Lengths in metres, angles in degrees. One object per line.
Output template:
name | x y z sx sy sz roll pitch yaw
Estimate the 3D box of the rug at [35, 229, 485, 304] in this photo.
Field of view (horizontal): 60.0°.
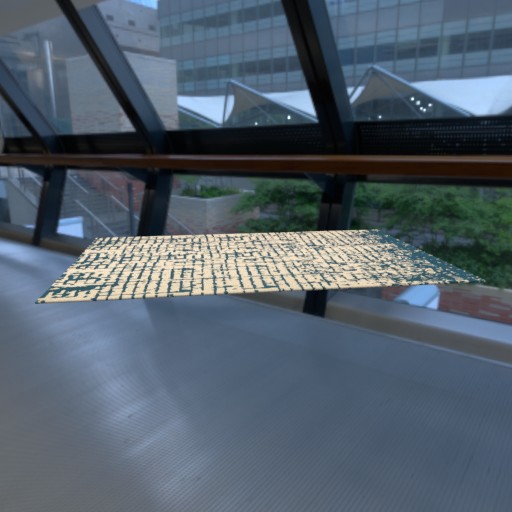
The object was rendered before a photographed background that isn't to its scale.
rug | 0.000 0.000 3.088 2.435 0.011 1.517 -2 15 -8
